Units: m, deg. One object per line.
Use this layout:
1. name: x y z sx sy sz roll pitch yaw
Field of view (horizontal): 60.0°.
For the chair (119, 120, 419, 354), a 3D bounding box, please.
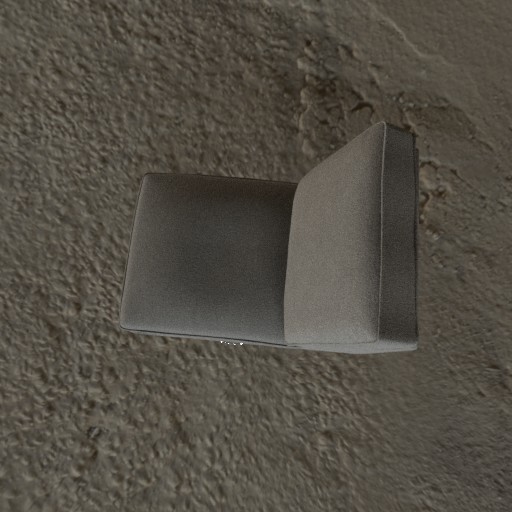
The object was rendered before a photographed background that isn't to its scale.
1. chair: 0.000 0.000 1.591 0.938 0.970 0.621 5 77 1
